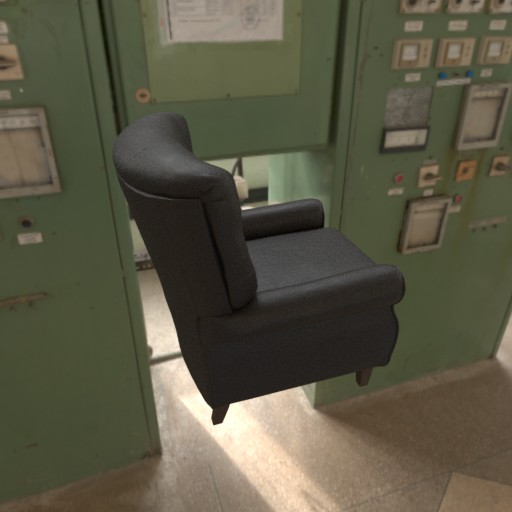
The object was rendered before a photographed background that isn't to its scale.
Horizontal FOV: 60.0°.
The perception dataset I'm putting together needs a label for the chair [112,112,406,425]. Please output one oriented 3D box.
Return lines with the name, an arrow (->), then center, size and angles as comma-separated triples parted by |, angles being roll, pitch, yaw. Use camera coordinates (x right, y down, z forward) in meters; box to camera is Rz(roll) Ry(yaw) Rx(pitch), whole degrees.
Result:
chair -> 0.000, 0.000, 1.940 | 1.058, 1.158, 0.948 | -9, 31, -16
